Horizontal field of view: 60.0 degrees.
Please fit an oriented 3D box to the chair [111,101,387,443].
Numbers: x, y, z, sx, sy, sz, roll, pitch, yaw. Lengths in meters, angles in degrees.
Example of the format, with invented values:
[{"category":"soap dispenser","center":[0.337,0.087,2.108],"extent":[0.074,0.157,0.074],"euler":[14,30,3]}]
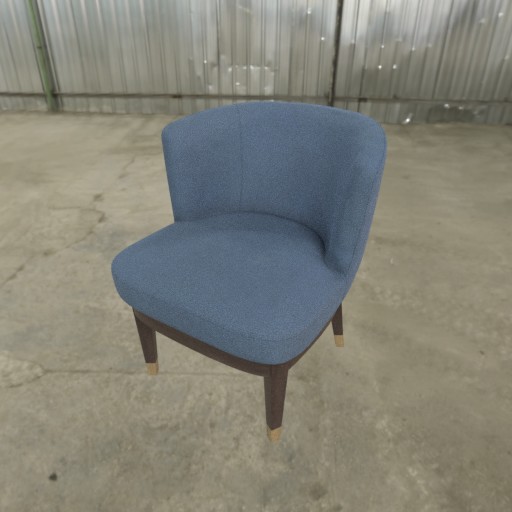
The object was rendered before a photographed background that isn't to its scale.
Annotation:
[{"category":"chair","center":[0.000,0.000,1.319],"extent":[0.661,0.760,0.702],"euler":[18,35,28]}]
